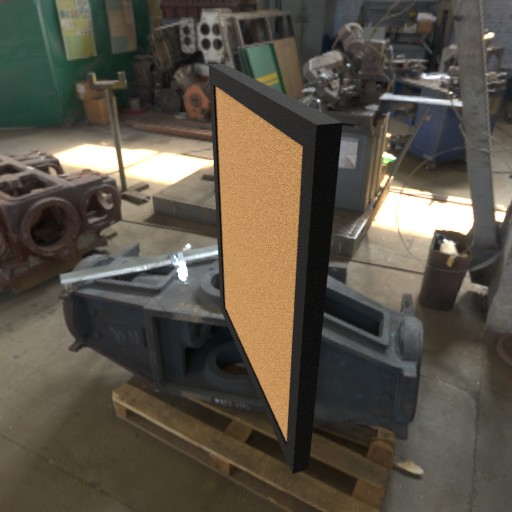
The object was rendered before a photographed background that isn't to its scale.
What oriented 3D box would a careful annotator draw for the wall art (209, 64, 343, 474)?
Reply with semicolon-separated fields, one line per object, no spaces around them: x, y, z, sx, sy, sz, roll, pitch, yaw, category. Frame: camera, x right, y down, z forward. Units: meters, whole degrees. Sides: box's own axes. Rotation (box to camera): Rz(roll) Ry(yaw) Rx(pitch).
0.000;0.000;0.766;0.029;0.559;0.457;-10;32;-16;wall art
